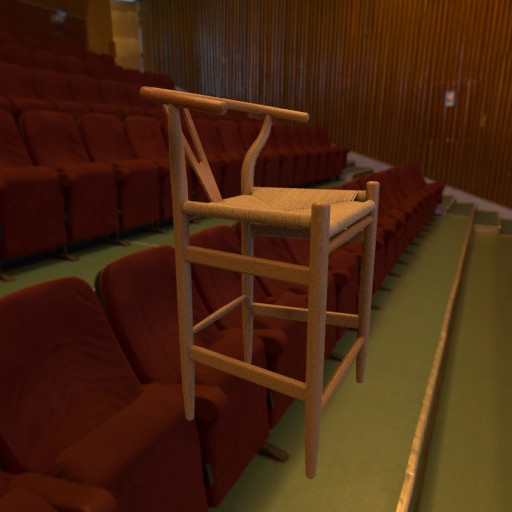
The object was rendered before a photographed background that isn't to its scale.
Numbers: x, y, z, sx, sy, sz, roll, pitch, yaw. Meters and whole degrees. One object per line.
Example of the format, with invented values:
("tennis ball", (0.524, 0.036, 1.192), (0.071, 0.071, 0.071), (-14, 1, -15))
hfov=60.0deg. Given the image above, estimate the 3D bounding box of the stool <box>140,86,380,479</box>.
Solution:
("stool", (0.000, 0.000, 1.276), (0.575, 0.923, 0.536), (7, 17, 26))
